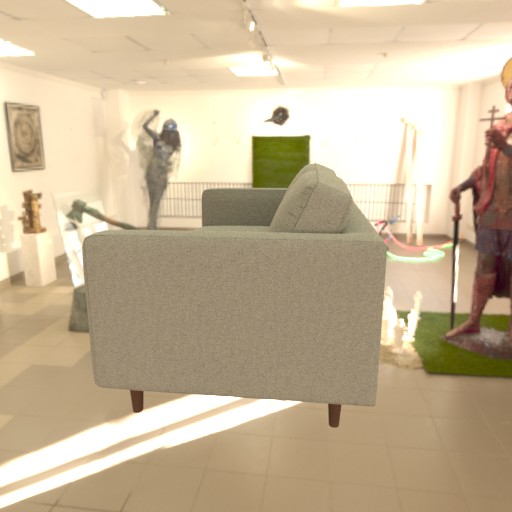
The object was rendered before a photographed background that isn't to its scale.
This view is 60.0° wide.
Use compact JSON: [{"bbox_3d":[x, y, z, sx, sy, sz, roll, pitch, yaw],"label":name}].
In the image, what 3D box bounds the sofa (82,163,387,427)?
[{"bbox_3d":[0.000,0.000,2.260,1.000,0.900,1.731,2,14,7],"label":"sofa"}]
